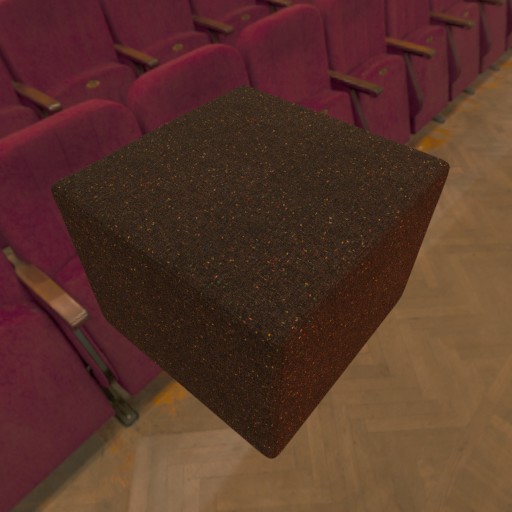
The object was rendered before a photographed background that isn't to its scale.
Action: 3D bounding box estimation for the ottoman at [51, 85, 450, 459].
[{"bbox_3d":[0.000,0.000,0.899,0.508,0.432,0.508,31,53,26],"label":"ottoman"}]
